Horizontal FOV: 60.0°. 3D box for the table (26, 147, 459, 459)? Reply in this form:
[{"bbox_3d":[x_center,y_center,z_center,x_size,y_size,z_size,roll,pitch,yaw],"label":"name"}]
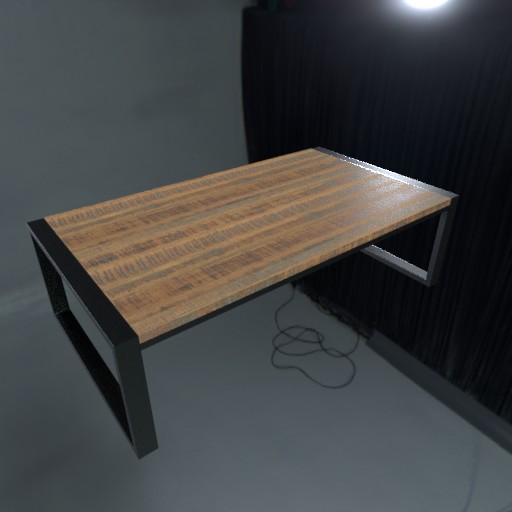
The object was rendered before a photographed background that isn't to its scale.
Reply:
[{"bbox_3d":[0.000,0.000,1.670,1.350,0.400,0.750,-22,37,-31],"label":"table"}]
